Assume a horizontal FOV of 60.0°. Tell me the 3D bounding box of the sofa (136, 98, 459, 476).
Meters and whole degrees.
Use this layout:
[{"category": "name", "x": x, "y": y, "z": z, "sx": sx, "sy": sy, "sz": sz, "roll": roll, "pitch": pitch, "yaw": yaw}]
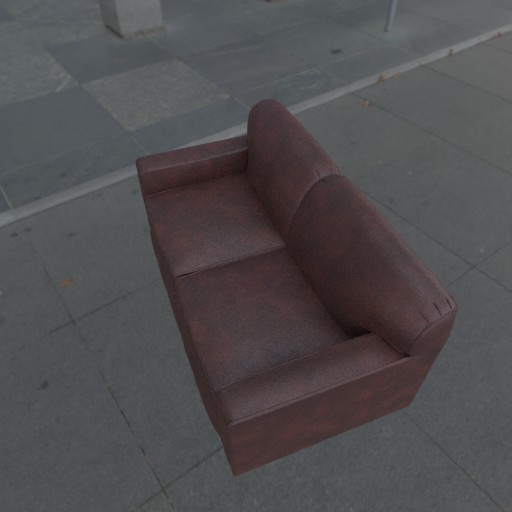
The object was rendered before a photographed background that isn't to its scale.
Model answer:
[{"category": "sofa", "x": 0.000, "y": 0.000, "z": 2.421, "sx": 1.000, "sy": 0.966, "sz": 1.856, "roll": -16, "pitch": 48, "yaw": -14}]
